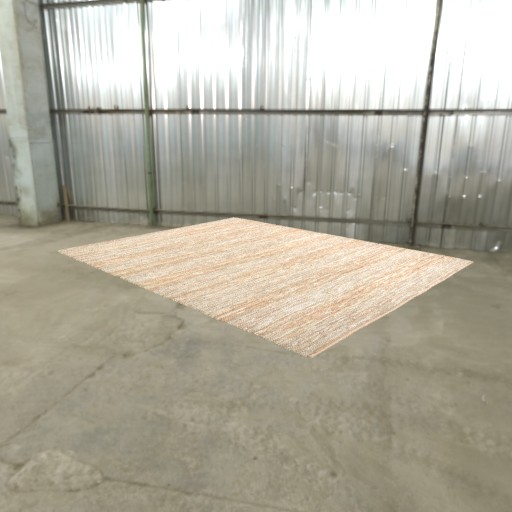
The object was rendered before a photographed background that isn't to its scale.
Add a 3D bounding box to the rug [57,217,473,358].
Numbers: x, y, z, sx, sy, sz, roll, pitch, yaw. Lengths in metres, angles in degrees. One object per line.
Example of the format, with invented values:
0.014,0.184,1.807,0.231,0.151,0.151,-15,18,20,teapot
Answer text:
0.000,0.000,3.923,2.939,0.009,2.313,14,21,42,rug
